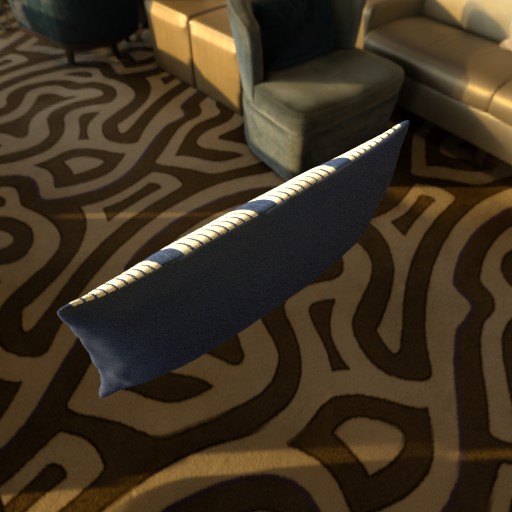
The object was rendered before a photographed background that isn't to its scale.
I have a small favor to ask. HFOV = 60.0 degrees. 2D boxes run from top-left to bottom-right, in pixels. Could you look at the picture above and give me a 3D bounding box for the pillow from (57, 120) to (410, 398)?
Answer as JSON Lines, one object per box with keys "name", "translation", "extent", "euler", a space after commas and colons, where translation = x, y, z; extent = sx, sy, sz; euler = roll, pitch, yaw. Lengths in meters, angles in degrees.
{"name": "pillow", "translation": [0.000, 0.000, 0.723], "extent": [0.608, 0.292, 0.156], "euler": [-31, 55, -26]}
